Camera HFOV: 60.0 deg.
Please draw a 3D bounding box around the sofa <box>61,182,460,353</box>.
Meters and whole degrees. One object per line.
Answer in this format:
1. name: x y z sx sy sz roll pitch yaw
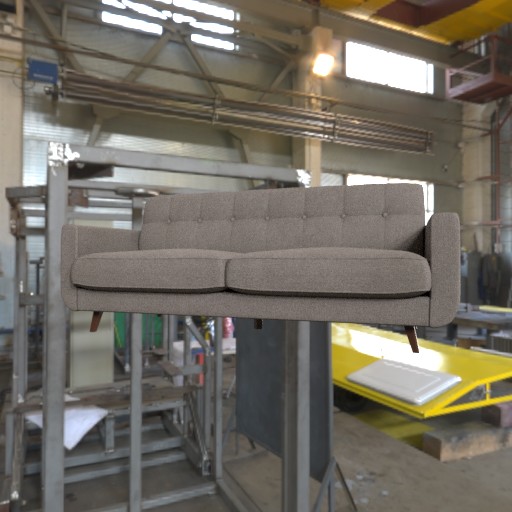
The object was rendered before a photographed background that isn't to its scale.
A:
1. sofa: 0.000 0.000 2.498 2.029 0.841 0.909 0 0 19
